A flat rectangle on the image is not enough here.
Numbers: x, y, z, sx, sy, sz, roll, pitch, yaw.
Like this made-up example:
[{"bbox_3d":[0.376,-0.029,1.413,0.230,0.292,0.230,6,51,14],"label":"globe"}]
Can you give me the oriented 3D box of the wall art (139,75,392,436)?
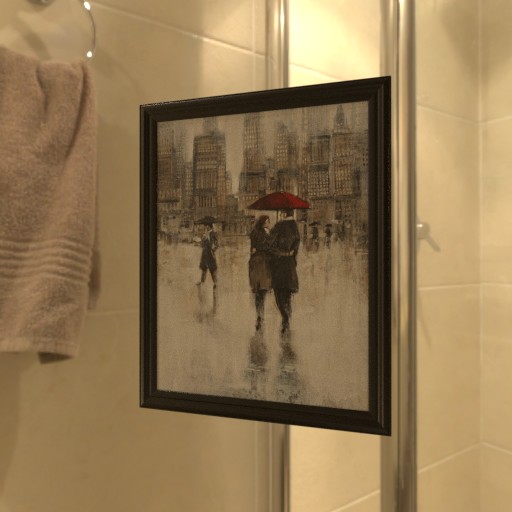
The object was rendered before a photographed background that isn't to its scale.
[{"bbox_3d":[0.000,0.000,1.626,0.950,1.194,0.053,0,0,17],"label":"wall art"}]
